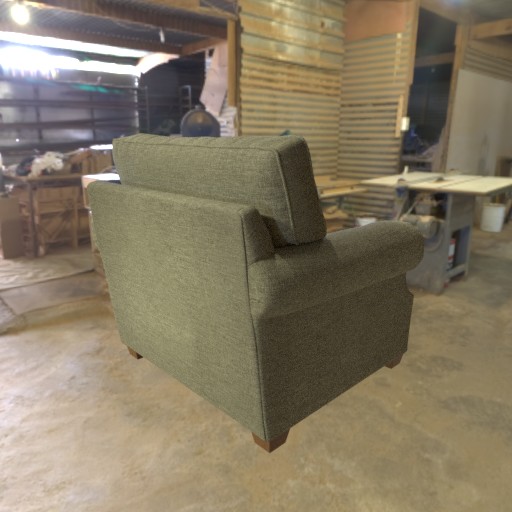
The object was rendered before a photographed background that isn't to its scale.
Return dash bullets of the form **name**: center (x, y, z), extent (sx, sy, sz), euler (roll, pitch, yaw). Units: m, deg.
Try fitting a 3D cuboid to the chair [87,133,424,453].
- **chair**: center (0.000, 0.000, 1.803), extent (0.965, 0.961, 1.092), euler (-14, 21, -42)
